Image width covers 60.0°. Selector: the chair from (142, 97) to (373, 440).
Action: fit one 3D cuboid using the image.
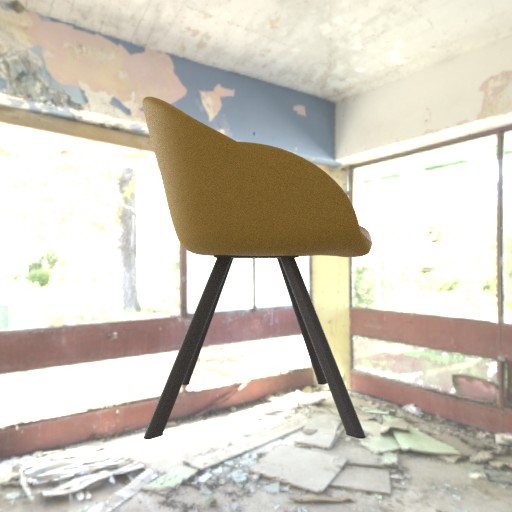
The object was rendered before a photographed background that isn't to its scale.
[{"bbox_3d":[0.000,0.000,1.189,0.583,0.793,0.551,0,-1,-1],"label":"chair"}]
